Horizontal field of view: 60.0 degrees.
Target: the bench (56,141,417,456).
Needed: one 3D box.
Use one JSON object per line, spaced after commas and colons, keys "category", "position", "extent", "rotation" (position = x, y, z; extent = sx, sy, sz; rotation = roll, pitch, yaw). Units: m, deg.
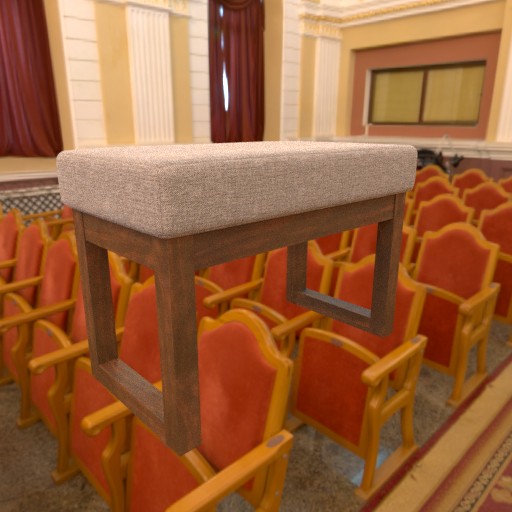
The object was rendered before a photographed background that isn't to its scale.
{"category": "bench", "position": [0.000, 0.000, 0.968], "extent": [0.681, 0.467, 0.366], "rotation": [-15, 22, -41]}
